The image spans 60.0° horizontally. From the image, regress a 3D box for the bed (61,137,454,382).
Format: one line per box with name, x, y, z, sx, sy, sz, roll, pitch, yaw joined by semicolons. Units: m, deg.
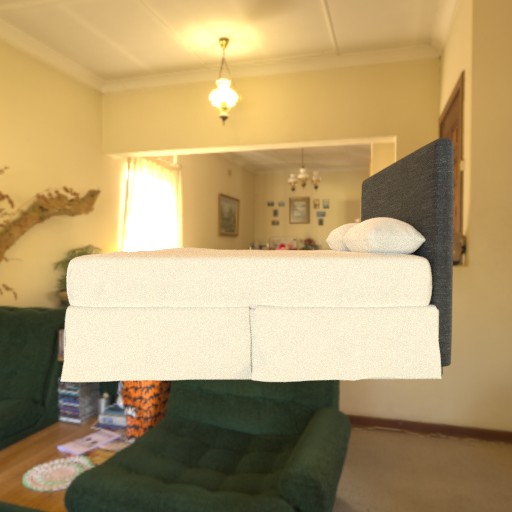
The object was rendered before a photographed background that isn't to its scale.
bed;0.000;0.000;3.163;2.142;1.330;1.723;0;1;0
